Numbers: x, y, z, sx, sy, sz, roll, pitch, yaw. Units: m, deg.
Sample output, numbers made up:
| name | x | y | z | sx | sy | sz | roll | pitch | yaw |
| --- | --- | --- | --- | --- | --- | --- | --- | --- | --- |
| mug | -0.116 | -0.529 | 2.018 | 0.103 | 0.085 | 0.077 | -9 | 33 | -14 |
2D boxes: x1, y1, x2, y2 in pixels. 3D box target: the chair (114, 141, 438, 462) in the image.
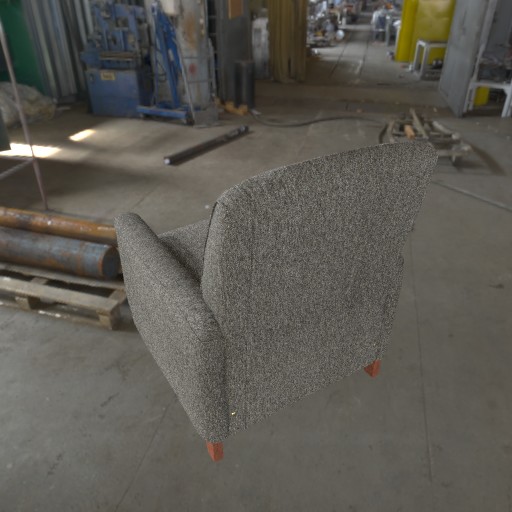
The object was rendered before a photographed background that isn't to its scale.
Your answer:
| name | x | y | z | sx | sy | sz | roll | pitch | yaw |
| --- | --- | --- | --- | --- | --- | --- | --- | --- | --- |
| chair | 0.000 | 0.000 | 1.623 | 0.848 | 1.014 | 0.864 | -18 | 36 | -26 |
